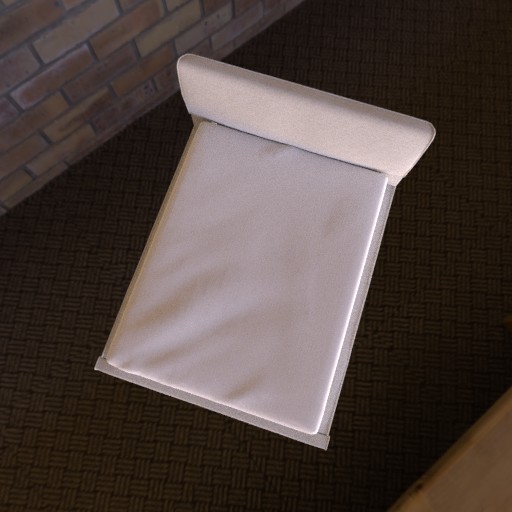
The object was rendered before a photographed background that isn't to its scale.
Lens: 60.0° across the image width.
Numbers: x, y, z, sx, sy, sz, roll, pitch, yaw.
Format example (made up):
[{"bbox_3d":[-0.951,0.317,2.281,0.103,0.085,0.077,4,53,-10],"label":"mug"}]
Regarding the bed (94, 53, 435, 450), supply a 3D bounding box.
[{"bbox_3d":[0.000,0.000,3.519,1.980,1.126,2.498,18,77,4],"label":"bed"}]
